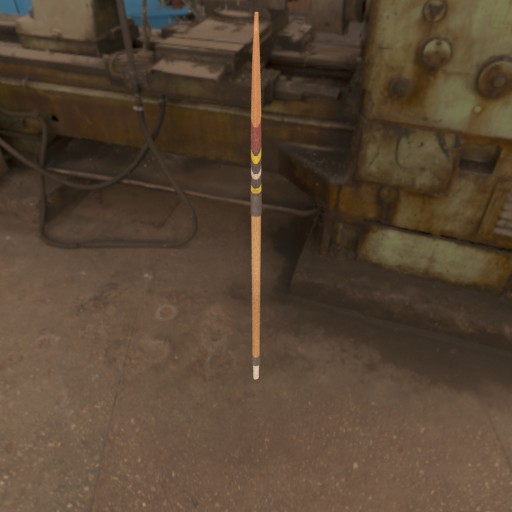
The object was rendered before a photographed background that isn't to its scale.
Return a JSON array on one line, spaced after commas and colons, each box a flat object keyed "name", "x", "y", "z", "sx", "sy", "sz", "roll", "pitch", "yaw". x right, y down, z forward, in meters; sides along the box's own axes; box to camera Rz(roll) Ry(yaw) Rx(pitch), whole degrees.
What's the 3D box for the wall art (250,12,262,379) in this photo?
[{"name": "wall art", "x": 0.000, "y": 0.000, "z": 1.598, "sx": 0.038, "sy": 1.556, "sz": 0.146, "roll": 1, "pitch": 42, "yaw": 1}]
